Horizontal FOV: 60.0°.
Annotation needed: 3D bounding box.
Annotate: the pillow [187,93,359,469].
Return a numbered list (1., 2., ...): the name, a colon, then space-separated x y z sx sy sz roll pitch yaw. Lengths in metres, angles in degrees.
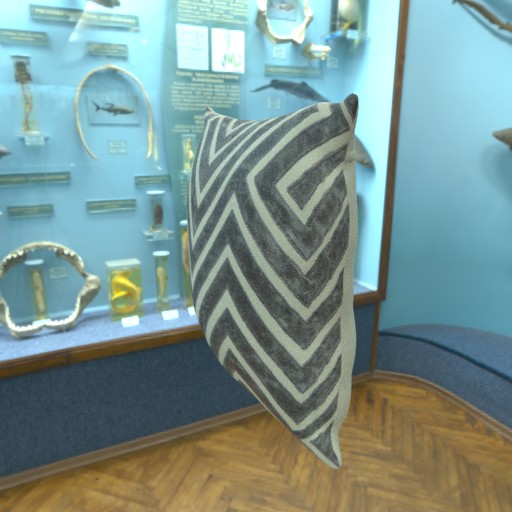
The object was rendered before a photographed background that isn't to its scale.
1. pillow: 0.000 0.000 0.661 0.182 0.441 0.440 -7 17 -24
